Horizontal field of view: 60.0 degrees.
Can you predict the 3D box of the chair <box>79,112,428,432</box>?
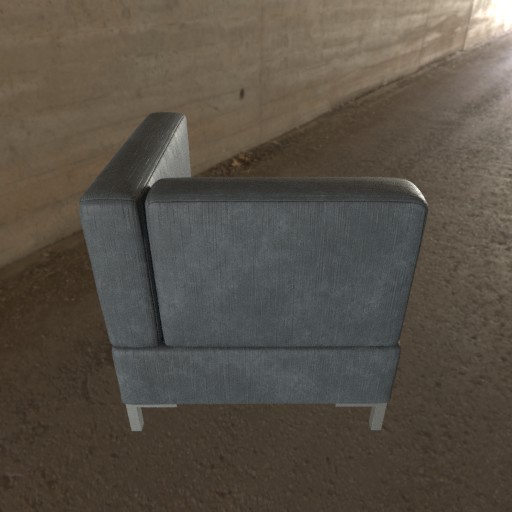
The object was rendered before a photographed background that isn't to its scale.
[{"bbox_3d":[0.000,0.000,1.238,0.680,0.660,0.680,0,32,0],"label":"chair"}]
